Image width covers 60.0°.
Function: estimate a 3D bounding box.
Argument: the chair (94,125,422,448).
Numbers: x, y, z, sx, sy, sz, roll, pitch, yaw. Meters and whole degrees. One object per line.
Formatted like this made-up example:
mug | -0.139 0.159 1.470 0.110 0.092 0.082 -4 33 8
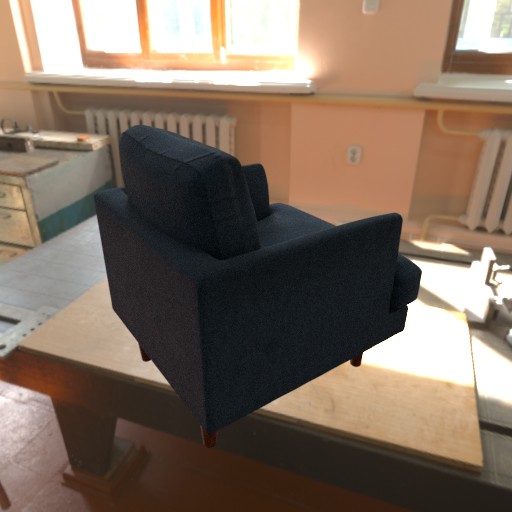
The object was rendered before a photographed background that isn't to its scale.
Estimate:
chair | 0.000 0.000 1.657 0.899 0.957 0.858 -17 31 -31
